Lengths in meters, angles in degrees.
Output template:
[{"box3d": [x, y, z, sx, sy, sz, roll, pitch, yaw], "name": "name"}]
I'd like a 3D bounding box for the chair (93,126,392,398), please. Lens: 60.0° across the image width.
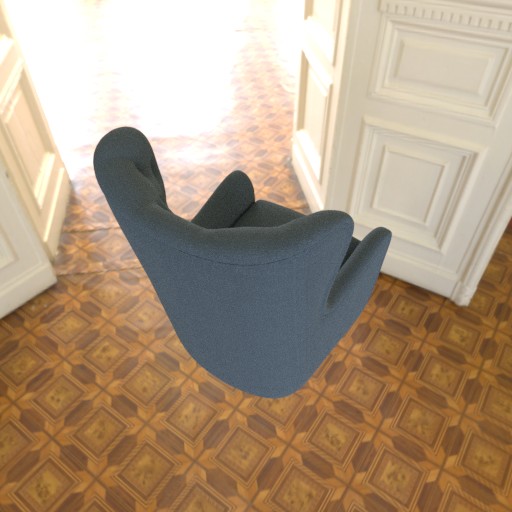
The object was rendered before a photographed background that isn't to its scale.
[{"box3d": [0.000, 0.000, 1.774, 0.831, 1.079, 0.930, 26, 50, 24], "name": "chair"}]
